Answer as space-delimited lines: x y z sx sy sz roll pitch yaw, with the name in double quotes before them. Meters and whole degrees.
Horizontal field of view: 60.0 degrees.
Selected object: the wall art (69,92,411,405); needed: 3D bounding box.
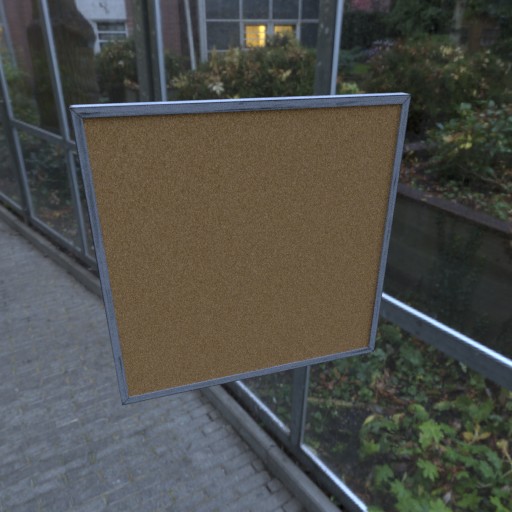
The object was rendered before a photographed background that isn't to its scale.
"wall art" 0.000 0.000 1.133 0.761 0.761 0.037 -8 27 -15
